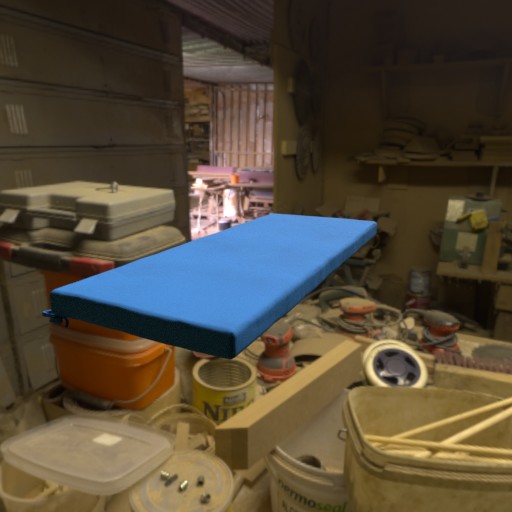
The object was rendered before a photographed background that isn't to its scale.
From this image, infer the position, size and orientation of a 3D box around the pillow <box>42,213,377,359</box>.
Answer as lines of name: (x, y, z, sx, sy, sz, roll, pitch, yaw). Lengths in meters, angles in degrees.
pillow: (0.000, 0.000, 1.345, 0.492, 0.081, 1.187, 7, 17, 26)
